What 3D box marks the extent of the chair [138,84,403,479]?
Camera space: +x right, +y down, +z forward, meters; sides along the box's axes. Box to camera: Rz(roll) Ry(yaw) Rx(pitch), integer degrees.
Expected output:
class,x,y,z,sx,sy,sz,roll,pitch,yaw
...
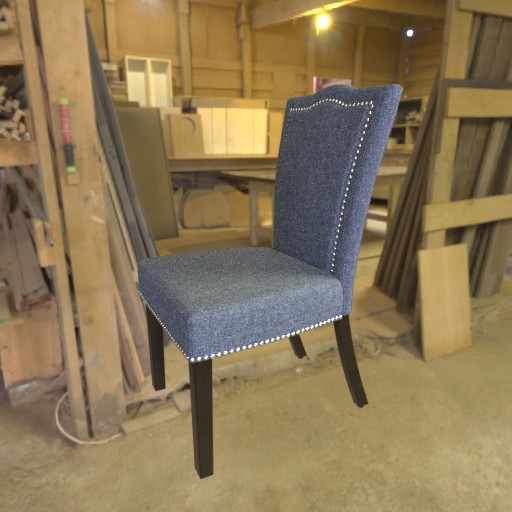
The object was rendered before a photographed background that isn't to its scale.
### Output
class,x,y,z,sx,sy,sz,roll,pitch,yaw
chair,0.000,0.000,1.272,0.589,0.946,0.518,-8,17,-26
